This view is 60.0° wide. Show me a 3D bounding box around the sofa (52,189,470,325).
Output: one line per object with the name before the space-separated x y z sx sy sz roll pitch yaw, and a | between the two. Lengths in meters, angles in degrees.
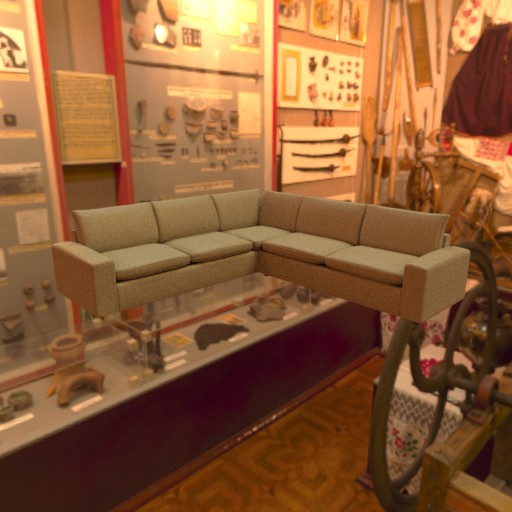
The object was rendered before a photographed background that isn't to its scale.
sofa | 0.000 0.000 4.019 2.622 0.800 2.742 -14 21 -41
